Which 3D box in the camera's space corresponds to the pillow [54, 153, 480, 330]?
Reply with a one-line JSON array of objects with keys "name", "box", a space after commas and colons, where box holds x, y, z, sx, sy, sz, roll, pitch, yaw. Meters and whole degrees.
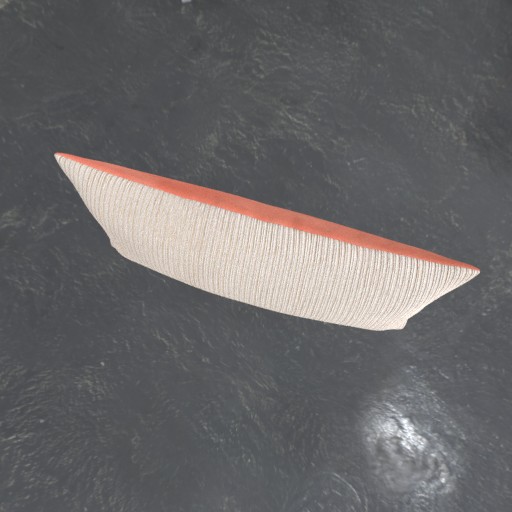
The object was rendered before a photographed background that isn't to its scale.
[{"name": "pillow", "box": [0.000, 0.000, 0.745, 0.608, 0.307, 0.155, 16, 76, 4]}]
